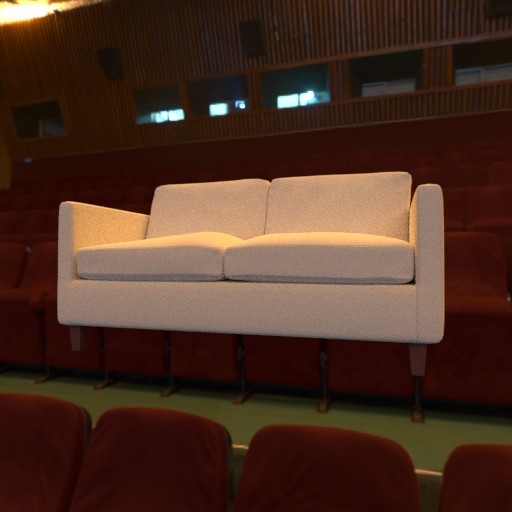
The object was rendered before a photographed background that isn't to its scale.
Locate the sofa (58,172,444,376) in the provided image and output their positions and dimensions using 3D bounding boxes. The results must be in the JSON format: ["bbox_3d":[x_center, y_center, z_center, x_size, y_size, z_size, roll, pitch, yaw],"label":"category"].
[{"bbox_3d":[0.000,0.000,2.259,1.702,0.888,0.964,0,-1,18],"label":"sofa"}]
